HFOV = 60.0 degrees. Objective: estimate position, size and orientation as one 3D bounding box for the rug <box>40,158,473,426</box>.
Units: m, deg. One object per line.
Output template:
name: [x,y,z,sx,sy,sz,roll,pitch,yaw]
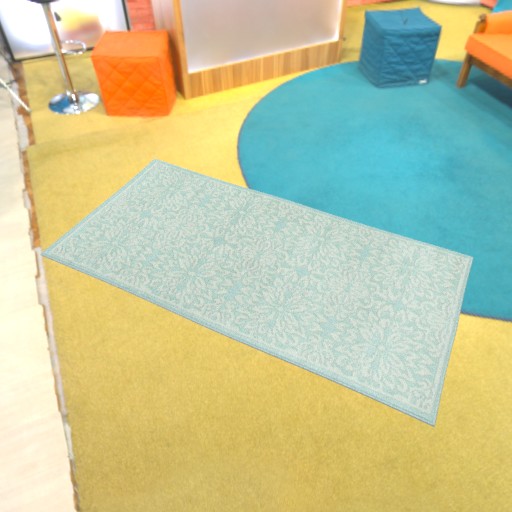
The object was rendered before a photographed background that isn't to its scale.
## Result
rug: [0.000,0.000,1.390,1.219,0.007,0.604,20,49,18]
